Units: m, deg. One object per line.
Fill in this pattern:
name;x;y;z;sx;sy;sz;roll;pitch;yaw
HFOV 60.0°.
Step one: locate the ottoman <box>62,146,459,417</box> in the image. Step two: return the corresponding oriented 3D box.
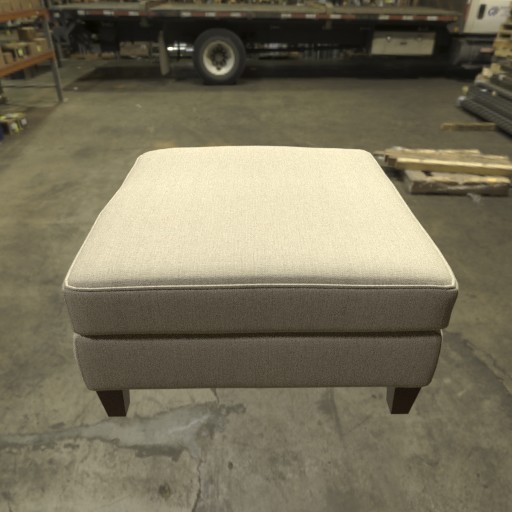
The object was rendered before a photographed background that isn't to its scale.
ottoman;0.000;0.000;1.325;0.838;0.478;0.838;0;32;-1
